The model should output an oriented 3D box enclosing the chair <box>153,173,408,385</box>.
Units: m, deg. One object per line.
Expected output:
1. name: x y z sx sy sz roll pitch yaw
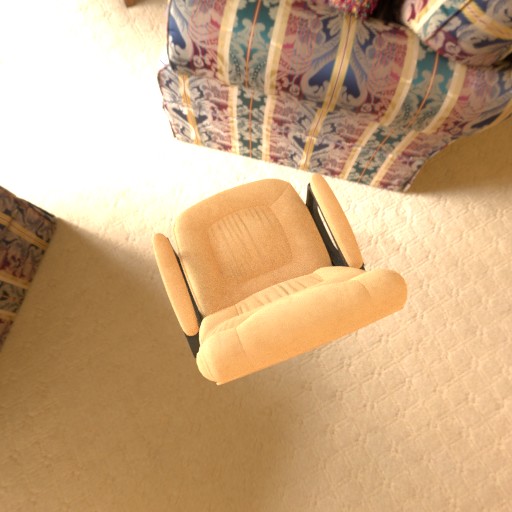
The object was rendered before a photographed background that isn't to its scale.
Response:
1. chair: 0.000 0.000 1.557 0.667 1.105 0.724 -21 77 -5
